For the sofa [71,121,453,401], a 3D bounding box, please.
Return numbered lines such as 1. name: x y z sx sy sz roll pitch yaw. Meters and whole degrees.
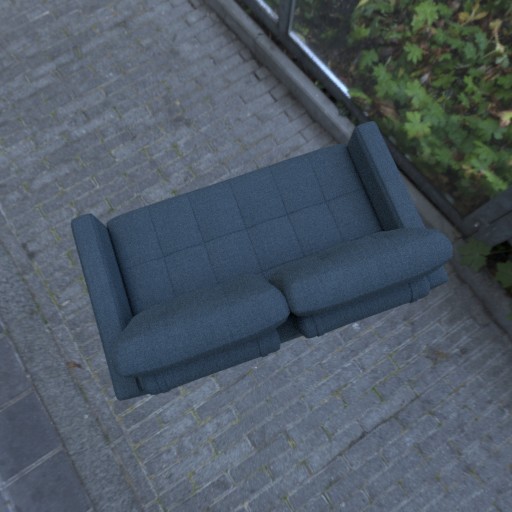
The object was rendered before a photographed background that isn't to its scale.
1. sofa: 0.000 0.000 1.946 1.407 0.907 0.842 -19 77 -5
